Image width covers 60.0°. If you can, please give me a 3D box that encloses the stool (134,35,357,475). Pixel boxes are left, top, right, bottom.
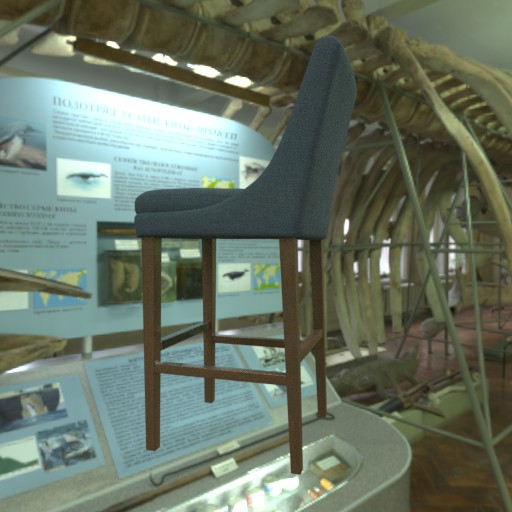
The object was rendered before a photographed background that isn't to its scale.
[{"bbox_3d":[0.000,0.000,1.342,0.577,1.078,0.470,1,2,18],"label":"stool"}]
